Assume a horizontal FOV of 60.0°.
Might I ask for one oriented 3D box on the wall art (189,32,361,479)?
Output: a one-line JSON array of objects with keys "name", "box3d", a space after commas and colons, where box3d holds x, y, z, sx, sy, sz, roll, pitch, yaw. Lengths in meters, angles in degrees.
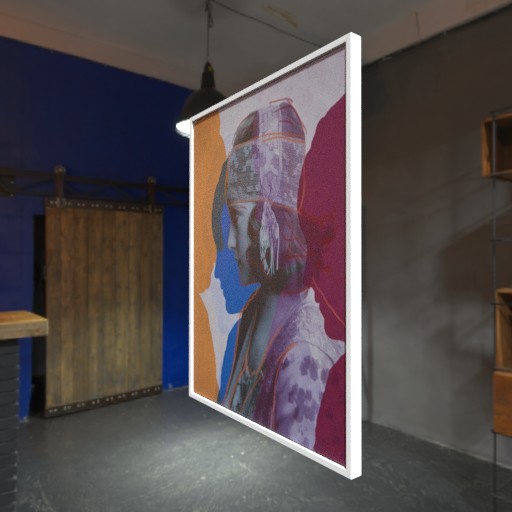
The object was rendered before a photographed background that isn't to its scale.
[{"name": "wall art", "box3d": [0.000, 0.000, 1.369, 0.039, 1.050, 0.795, 0, -1, -37]}]
